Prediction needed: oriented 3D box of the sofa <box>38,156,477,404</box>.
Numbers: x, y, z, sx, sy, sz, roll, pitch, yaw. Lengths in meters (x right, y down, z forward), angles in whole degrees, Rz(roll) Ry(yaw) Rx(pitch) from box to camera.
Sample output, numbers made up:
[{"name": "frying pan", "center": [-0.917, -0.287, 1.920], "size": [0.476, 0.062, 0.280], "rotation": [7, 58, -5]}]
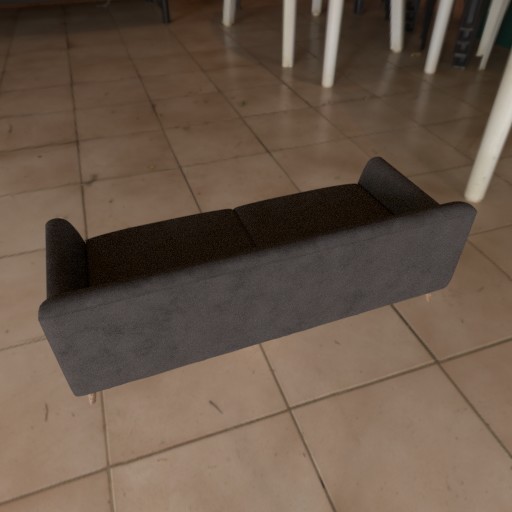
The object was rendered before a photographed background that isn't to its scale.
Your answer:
[{"name": "sofa", "center": [0.000, 0.000, 2.584], "size": [2.190, 0.740, 0.900], "rotation": [-14, 42, -16]}]
